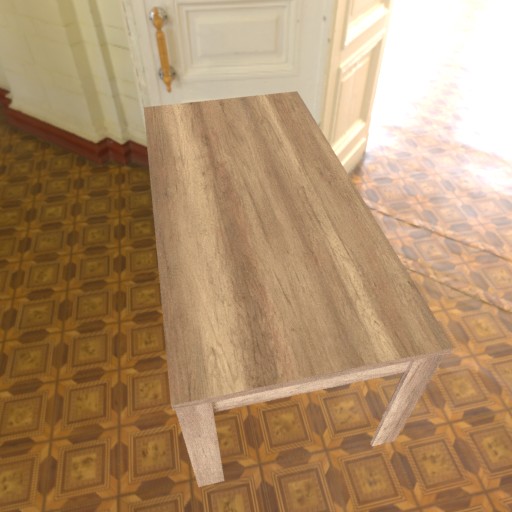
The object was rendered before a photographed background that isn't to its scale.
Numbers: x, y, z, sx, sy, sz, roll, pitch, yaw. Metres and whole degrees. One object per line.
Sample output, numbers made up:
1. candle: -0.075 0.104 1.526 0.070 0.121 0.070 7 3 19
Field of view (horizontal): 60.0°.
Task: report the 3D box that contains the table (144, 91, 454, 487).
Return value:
1. table: 0.000 0.000 2.245 0.900 0.790 1.800 -9 47 -9
